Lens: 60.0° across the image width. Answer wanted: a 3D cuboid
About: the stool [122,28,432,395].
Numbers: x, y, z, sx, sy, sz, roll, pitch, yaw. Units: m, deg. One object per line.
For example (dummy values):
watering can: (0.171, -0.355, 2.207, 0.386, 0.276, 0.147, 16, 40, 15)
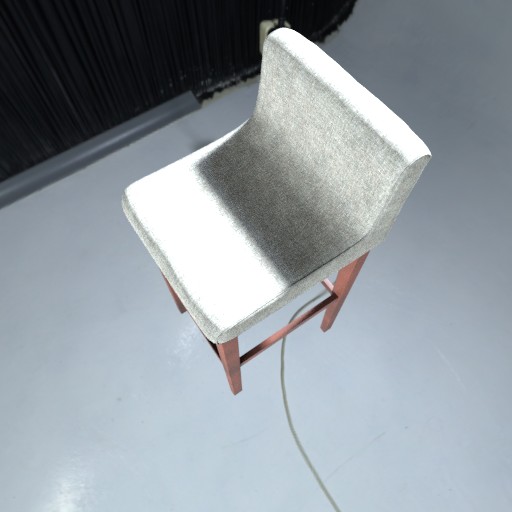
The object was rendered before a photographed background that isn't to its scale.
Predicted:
stool: (0.000, 0.000, 1.211, 0.499, 0.965, 0.426, -32, 66, -15)
